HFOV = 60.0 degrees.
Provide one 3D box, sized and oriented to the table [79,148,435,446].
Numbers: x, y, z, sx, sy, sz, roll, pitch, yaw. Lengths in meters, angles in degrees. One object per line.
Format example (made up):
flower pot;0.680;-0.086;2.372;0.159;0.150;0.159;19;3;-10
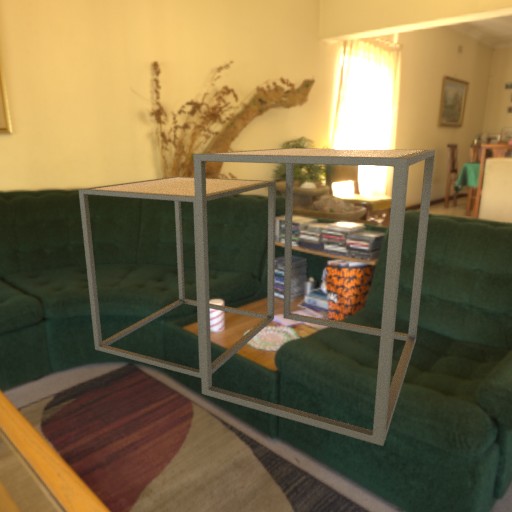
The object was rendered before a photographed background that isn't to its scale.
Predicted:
table;0.000;0.000;1.166;0.788;0.540;0.508;7;17;25
